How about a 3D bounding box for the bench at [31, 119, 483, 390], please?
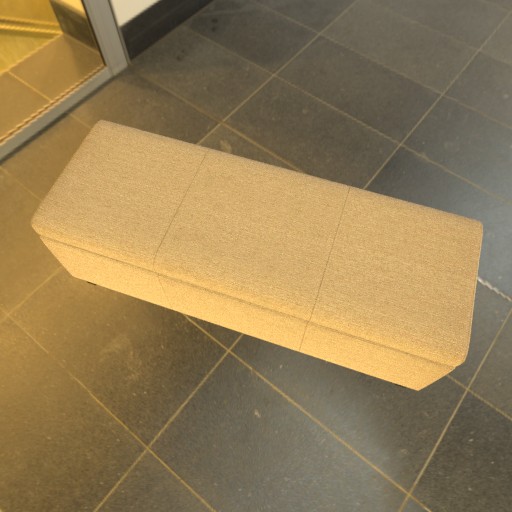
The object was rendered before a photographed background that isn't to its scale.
[{"bbox_3d":[0.000,0.000,1.458,1.269,0.438,0.446,17,64,9],"label":"bench"}]
